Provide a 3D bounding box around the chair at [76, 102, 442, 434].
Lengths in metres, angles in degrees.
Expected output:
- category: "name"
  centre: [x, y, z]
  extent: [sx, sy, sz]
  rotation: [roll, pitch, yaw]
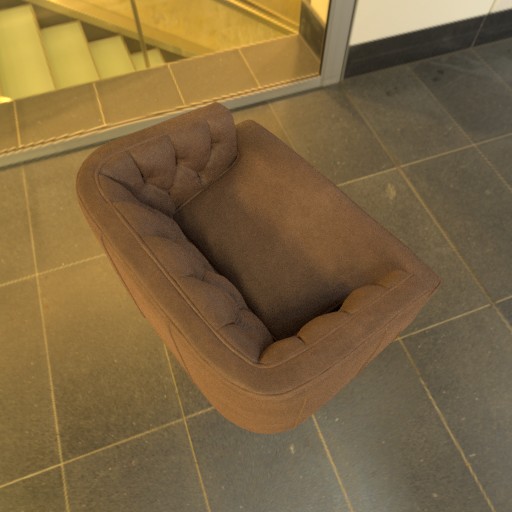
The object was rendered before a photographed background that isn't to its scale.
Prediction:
- category: "chair"
  centre: [0.000, 0.000, 1.700]
  extent: [0.914, 0.787, 1.118]
  rotation: [-36, 66, -19]
